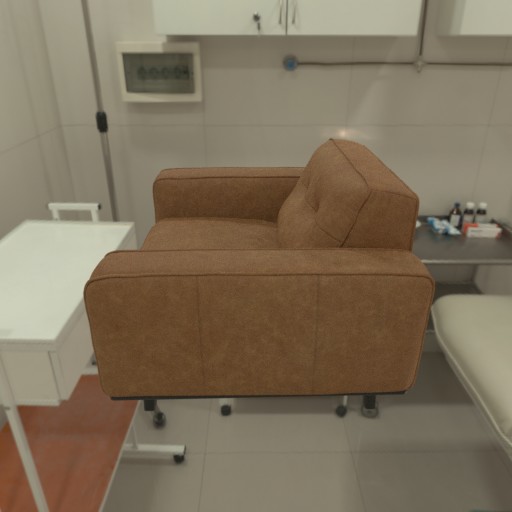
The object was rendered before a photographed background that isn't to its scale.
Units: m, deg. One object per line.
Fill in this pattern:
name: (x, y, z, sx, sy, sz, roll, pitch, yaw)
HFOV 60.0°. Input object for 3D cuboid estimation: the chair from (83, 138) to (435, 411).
chair: (0.000, 0.000, 1.714, 0.952, 0.782, 1.118, 0, 26, -1)
